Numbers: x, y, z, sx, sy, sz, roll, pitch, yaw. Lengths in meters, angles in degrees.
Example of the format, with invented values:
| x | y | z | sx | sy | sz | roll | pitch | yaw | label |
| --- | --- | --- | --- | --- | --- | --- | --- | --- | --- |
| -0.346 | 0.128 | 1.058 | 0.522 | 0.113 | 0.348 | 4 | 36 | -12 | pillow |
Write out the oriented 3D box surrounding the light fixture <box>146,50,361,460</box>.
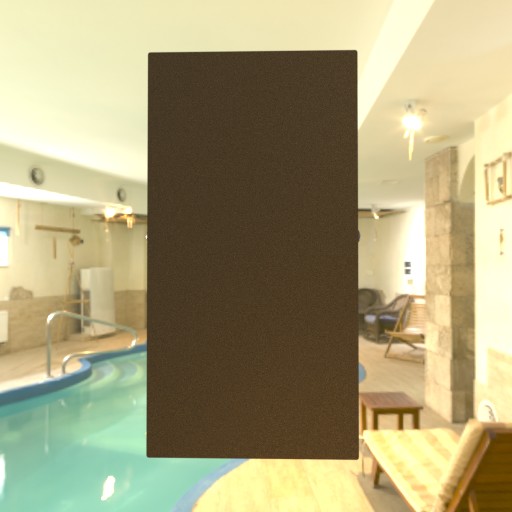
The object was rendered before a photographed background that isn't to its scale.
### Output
| x | y | z | sx | sy | sz | roll | pitch | yaw | label |
| --- | --- | --- | --- | --- | --- | --- | --- | --- | --- |
| 0.000 | 0.000 | 0.263 | 0.098 | 0.179 | 0.138 | 0 | -1 | 1 | light fixture |
